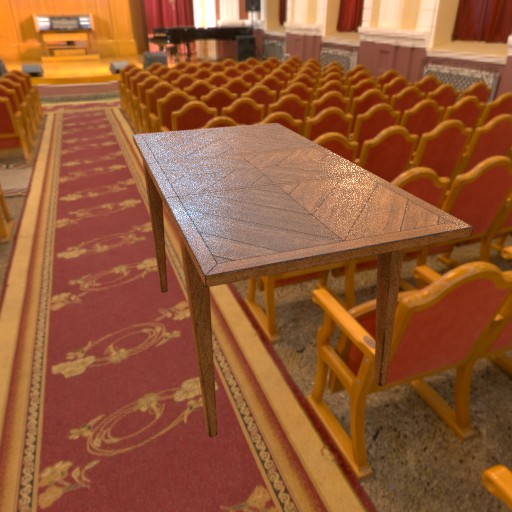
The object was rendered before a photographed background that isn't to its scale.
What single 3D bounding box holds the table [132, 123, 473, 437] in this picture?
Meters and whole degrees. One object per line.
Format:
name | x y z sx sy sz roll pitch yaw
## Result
table | 0.000 0.000 1.860 0.757 0.760 1.400 -10 30 -18
